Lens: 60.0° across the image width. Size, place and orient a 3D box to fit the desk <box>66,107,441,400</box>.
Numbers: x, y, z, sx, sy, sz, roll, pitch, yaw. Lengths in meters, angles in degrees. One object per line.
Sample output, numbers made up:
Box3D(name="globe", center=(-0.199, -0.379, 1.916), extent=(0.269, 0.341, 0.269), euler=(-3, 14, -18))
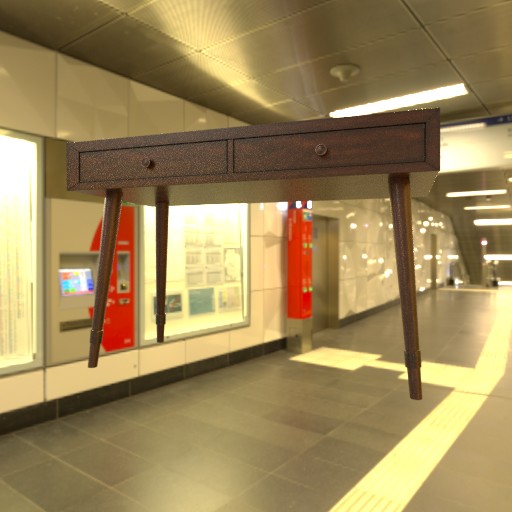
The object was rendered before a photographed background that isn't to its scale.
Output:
Box3D(name="desk", center=(0.000, 0.000, 2.124), extent=(1.577, 1.031, 0.734), euler=(0, 0, 18))
